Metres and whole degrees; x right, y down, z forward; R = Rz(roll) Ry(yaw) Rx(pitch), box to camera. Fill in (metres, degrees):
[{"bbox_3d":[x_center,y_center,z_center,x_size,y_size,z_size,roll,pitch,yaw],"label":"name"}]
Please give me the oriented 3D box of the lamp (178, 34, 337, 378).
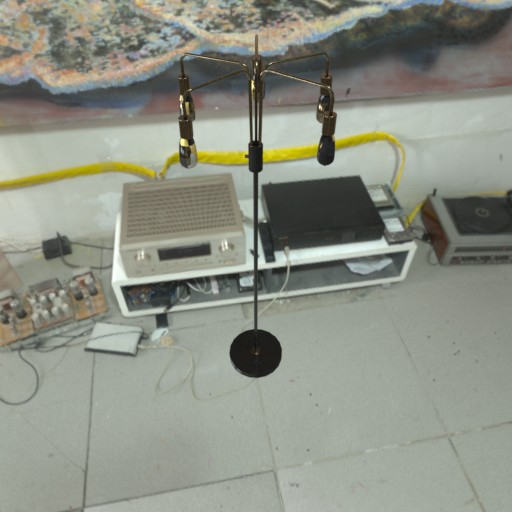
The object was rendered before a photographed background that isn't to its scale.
[{"bbox_3d":[0.000,0.000,2.005,0.599,1.721,0.572,-31,54,-26],"label":"lamp"}]
